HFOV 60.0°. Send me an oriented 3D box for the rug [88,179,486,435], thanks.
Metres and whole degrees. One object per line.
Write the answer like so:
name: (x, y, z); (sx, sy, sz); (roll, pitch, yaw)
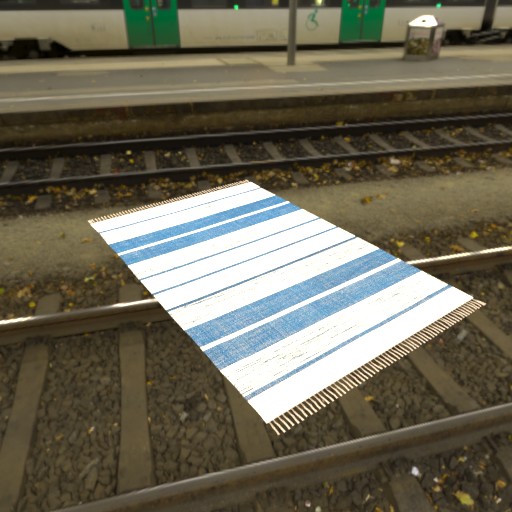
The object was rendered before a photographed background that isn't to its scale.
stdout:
rug: (0.000, 0.000, 3.035); (1.532, 0.010, 2.441); (-20, 36, -30)
